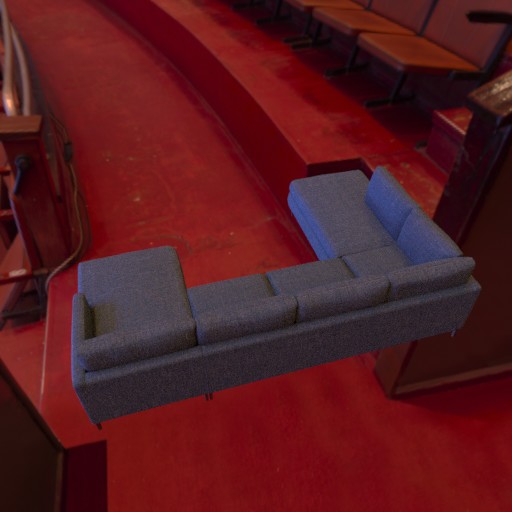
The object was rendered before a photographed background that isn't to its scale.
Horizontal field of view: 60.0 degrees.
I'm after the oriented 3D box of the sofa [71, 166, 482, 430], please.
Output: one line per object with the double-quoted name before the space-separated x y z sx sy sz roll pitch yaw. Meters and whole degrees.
"sofa" 0.000 0.000 3.519 2.737 0.753 1.879 -11 44 -12
